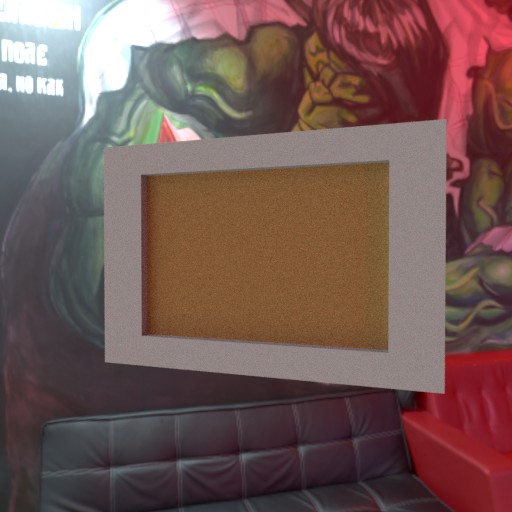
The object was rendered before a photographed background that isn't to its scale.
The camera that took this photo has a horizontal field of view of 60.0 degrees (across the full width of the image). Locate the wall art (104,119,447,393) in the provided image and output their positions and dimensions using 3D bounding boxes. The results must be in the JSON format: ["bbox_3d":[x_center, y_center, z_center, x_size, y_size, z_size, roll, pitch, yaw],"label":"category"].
[{"bbox_3d":[0.000,0.000,1.150,0.906,0.617,0.033,0,1,18],"label":"wall art"}]
